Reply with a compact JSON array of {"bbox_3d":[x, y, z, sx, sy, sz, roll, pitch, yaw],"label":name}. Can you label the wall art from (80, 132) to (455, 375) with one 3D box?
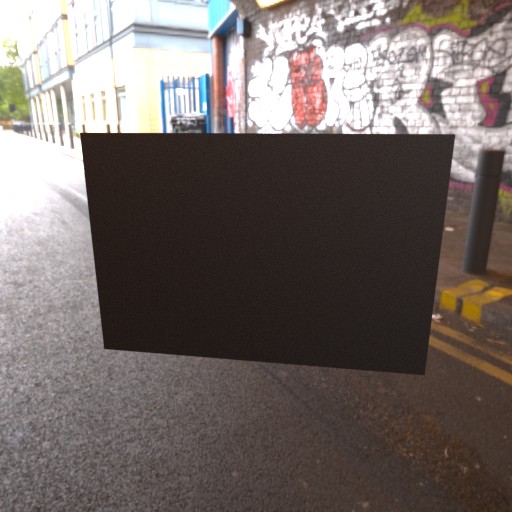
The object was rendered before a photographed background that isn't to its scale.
[{"bbox_3d":[0.000,0.000,1.519,1.192,0.811,0.013,3,17,8],"label":"wall art"}]
